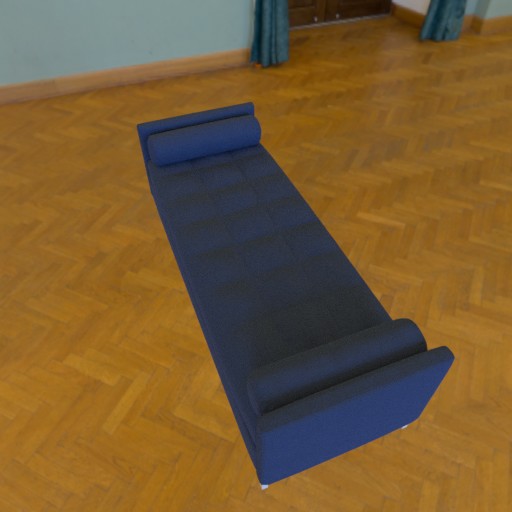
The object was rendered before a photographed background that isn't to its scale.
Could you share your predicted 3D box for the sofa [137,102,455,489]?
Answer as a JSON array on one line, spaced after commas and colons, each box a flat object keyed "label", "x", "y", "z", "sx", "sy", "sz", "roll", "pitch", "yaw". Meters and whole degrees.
[{"label": "sofa", "x": 0.000, "y": 0.000, "z": 2.420, "sx": 0.797, "sy": 0.657, "sz": 2.102, "roll": -16, "pitch": 49, "yaw": -15}]
